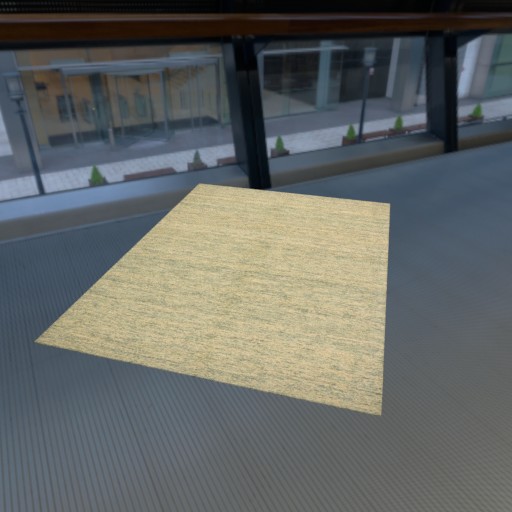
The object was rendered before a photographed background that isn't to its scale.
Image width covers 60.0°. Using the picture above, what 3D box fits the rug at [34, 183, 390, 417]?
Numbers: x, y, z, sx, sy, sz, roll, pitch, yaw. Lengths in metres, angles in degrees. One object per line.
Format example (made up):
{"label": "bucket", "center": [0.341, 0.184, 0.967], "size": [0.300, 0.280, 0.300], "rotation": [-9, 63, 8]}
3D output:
{"label": "rug", "center": [0.000, 0.000, 4.245], "size": [2.437, 0.014, 3.201], "rotation": [8, 32, 13]}
